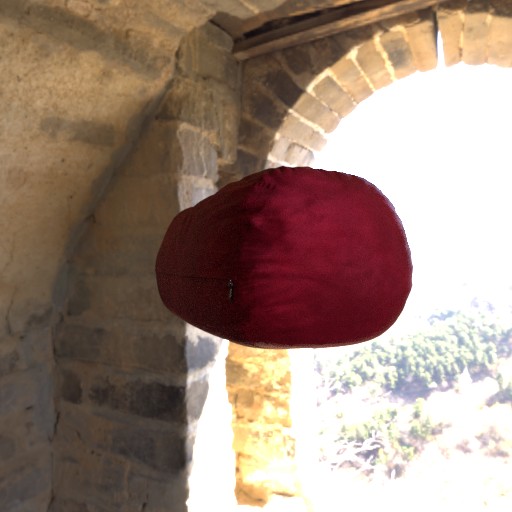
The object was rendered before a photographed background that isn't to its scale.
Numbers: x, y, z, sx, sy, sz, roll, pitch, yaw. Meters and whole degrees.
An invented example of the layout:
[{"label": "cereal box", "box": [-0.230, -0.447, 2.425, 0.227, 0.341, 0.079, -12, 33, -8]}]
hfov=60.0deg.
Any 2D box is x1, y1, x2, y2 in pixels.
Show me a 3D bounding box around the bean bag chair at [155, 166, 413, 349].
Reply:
[{"label": "bean bag chair", "box": [0.000, 0.000, 2.889, 1.216, 0.867, 2.293, 0, 0, -20]}]
